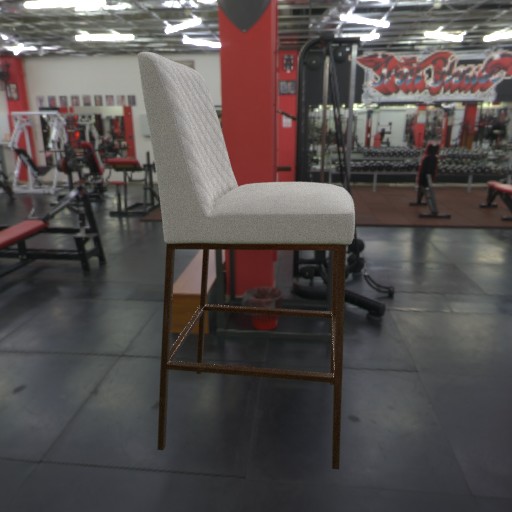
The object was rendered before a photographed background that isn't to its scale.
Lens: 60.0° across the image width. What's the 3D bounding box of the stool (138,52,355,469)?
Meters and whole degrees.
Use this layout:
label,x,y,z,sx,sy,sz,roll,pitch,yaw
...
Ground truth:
label,x,y,z,sx,sy,sz,roll,pitch,yaw
stool,0.000,0.000,1.316,0.546,1.084,0.462,2,17,8
